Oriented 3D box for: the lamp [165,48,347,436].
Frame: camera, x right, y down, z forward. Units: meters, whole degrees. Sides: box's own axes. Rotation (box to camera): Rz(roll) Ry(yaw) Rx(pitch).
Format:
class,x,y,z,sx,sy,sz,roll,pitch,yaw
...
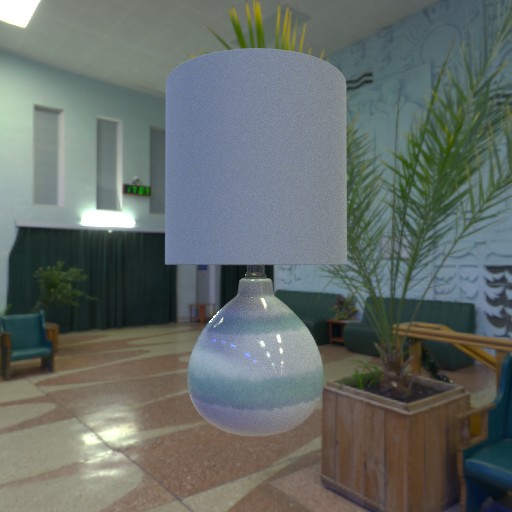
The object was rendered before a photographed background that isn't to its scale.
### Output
class,x,y,z,sx,sy,sz,roll,pitch,yaw
lamp,0.000,0.000,0.539,0.217,0.404,0.217,1,-1,-36
